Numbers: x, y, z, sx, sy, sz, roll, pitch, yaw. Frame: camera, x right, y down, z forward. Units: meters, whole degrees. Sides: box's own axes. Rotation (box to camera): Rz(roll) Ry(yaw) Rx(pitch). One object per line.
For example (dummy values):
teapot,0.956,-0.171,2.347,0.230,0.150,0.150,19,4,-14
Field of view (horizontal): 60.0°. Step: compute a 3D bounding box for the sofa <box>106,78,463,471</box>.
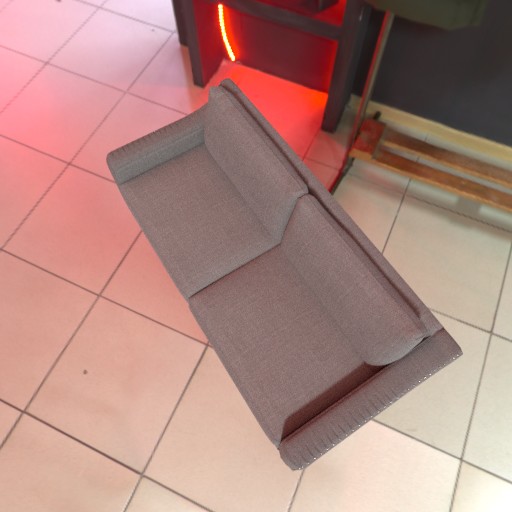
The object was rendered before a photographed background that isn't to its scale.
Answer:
sofa,0.000,0.000,2.687,1.000,0.857,2.208,-30,68,-14
